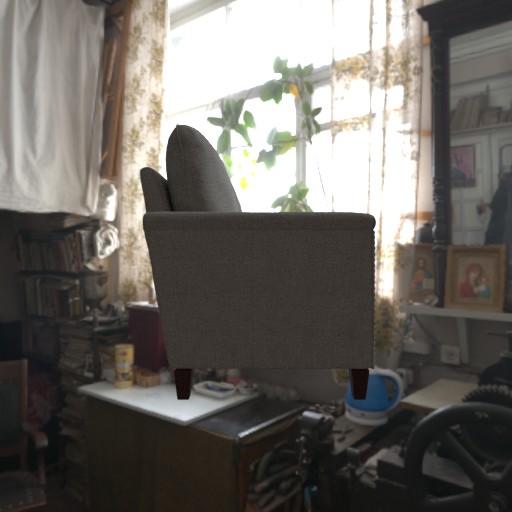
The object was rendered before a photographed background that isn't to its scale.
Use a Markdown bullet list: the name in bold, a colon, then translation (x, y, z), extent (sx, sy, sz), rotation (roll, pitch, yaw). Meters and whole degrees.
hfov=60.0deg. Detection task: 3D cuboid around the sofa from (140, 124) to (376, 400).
- **sofa**: translation (0.000, 0.000, 2.412), extent (0.828, 0.959, 1.925), rotation (0, 0, 0)
